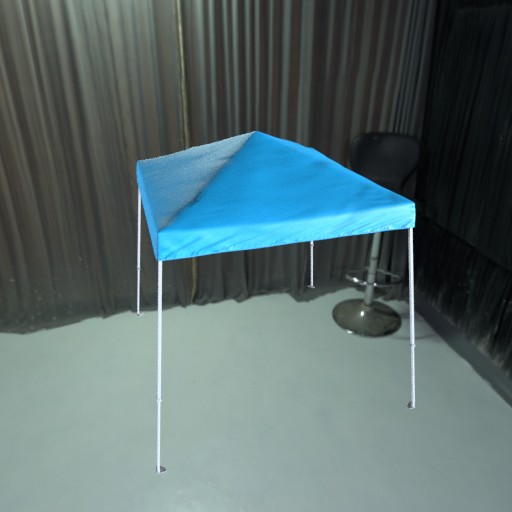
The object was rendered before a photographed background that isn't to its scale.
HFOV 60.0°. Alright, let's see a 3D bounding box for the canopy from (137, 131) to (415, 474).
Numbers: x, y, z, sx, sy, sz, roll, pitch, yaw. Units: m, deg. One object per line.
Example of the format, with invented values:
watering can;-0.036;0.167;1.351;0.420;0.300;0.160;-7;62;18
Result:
canopy;0.000;0.000;5.164;2.849;2.849;2.848;-8;27;-15
